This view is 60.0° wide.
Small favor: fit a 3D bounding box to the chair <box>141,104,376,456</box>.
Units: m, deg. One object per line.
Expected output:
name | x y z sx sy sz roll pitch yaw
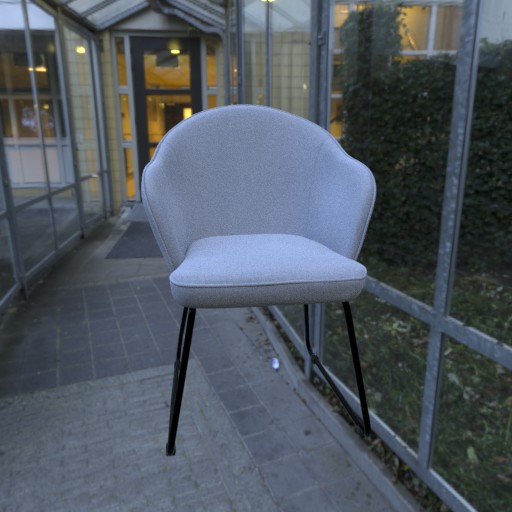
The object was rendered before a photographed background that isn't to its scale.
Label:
chair | 0.000 0.000 1.214 0.570 0.817 0.592 -2 16 -8
